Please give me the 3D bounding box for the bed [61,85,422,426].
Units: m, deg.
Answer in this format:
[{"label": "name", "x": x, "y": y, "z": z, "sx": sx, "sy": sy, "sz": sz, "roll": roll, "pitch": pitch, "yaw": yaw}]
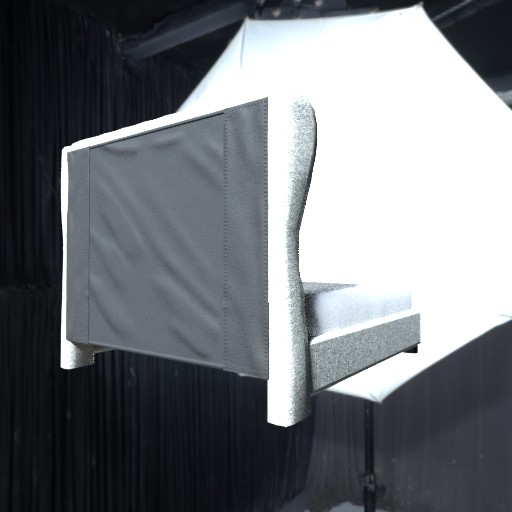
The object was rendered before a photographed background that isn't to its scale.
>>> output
[{"label": "bed", "x": 0.000, "y": 0.000, "z": 3.816, "sx": 2.219, "sy": 1.771, "sz": 2.347, "roll": -1, "pitch": -1, "yaw": 37}]
